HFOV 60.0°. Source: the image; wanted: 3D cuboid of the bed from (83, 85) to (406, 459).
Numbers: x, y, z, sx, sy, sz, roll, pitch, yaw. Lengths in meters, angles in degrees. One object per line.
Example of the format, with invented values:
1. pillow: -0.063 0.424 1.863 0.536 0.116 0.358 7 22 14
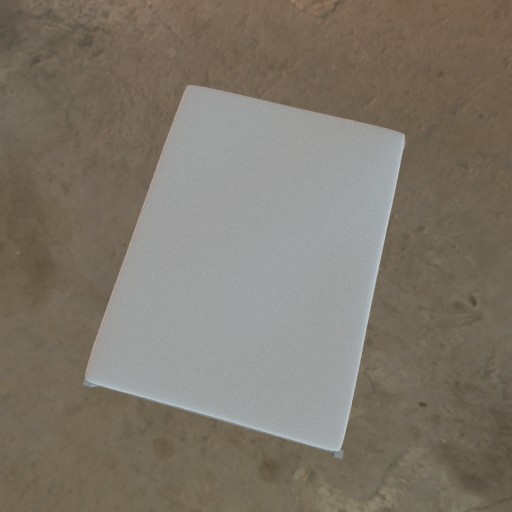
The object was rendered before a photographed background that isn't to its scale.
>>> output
1. bed: 0.000 0.000 2.873 1.604 0.510 2.108 15 76 4
